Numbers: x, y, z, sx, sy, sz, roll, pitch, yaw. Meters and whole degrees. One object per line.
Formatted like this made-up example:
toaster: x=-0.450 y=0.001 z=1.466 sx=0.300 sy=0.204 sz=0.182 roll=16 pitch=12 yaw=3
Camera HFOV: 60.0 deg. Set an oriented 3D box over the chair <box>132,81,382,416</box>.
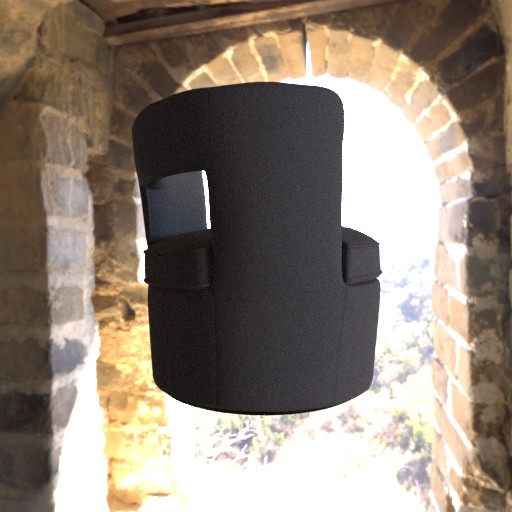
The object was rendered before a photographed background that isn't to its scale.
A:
chair: x=0.000 y=0.000 z=1.237 sx=0.660 sy=0.719 sz=0.689 roll=0 pitch=0 yaw=-36
